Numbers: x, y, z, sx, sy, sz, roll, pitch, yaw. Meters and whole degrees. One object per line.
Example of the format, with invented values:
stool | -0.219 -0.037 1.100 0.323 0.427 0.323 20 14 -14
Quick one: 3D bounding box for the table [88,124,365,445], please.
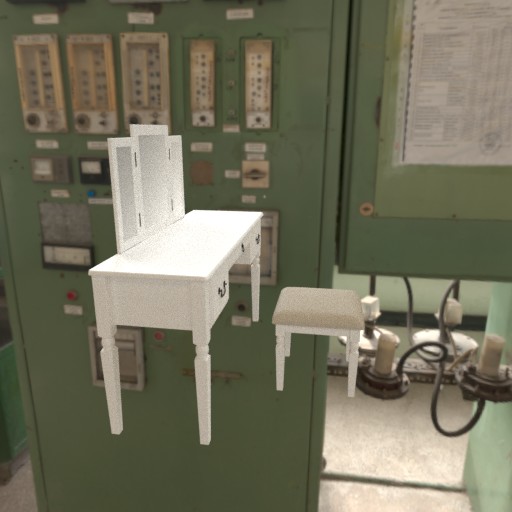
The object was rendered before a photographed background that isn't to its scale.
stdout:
table | 0.000 0.000 2.308 1.115 1.310 1.369 3 16 9
